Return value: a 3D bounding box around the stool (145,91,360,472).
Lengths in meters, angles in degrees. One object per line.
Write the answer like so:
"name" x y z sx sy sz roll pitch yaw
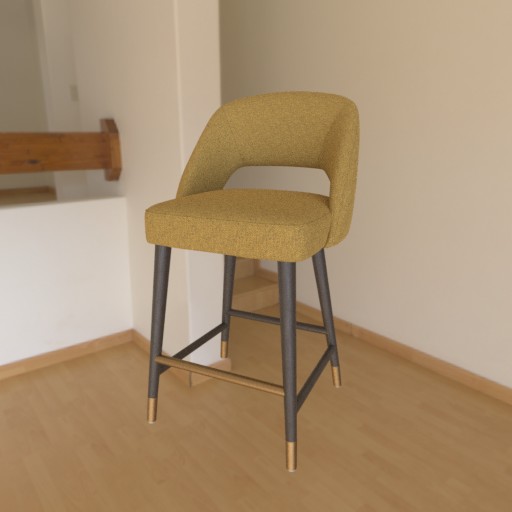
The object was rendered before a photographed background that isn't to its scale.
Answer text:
"stool" 0.000 0.000 1.295 0.536 0.939 0.522 7 17 25
